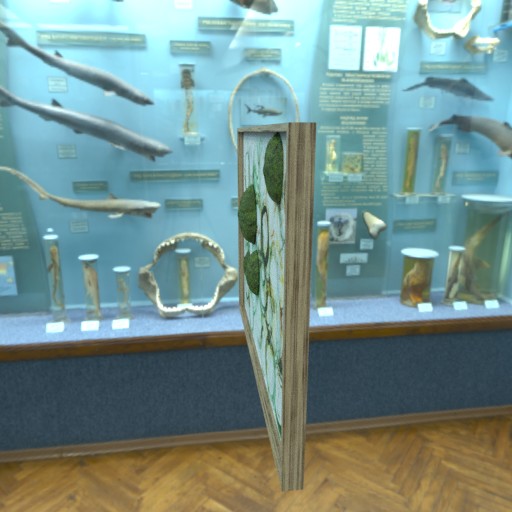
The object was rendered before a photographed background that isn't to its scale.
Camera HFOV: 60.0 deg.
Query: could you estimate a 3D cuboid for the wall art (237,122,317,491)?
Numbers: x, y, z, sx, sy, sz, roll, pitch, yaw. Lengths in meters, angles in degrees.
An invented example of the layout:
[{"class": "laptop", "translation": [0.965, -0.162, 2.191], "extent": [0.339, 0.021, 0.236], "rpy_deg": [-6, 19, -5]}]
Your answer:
[{"class": "wall art", "translation": [0.000, 0.000, 1.085], "extent": [0.063, 0.609, 0.841], "rpy_deg": [-2, 16, -7]}]
